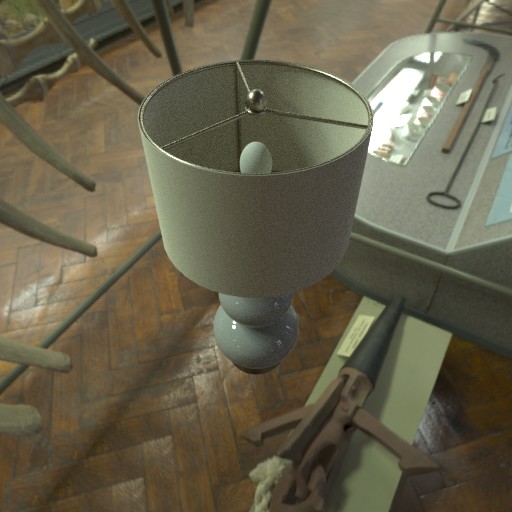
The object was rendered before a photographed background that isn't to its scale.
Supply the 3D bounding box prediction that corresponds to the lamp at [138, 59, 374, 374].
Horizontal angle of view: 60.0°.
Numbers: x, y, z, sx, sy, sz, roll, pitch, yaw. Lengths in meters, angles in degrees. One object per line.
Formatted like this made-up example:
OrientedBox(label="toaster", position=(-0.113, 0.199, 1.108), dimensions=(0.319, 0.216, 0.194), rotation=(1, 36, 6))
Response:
OrientedBox(label="lamp", position=(0.000, 0.000, 0.942), dimensions=(0.367, 0.730, 0.367), rotation=(23, 50, 21))
